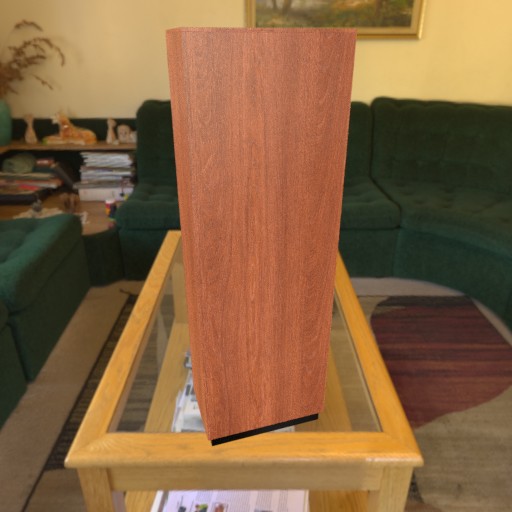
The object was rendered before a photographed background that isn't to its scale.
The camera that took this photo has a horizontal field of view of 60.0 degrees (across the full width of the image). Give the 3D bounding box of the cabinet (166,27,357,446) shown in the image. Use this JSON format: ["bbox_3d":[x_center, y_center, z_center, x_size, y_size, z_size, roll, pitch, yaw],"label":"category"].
[{"bbox_3d":[0.000,0.000,2.175,0.660,1.980,0.420,-8,27,-16],"label":"cabinet"}]
